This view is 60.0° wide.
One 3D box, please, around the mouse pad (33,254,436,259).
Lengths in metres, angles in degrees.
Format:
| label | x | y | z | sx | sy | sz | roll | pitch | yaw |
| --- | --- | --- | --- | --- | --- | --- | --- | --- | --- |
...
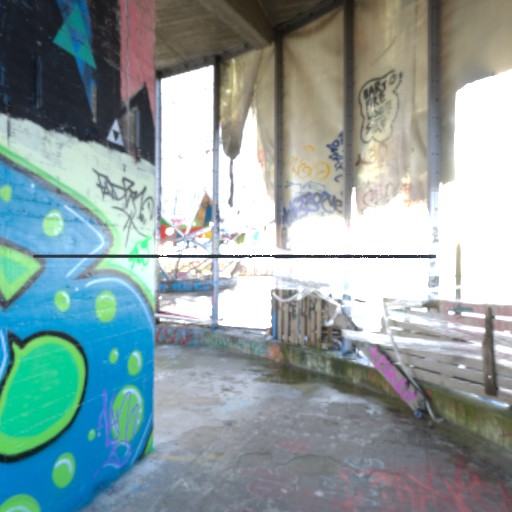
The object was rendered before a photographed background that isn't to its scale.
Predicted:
| label | x | y | z | sx | sy | sz | roll | pitch | yaw |
| --- | --- | --- | --- | --- | --- | --- | --- | --- | --- |
| mouse pad | 0.000 | 0.000 | 0.345 | 0.249 | 0.002 | 0.211 | 0 | 0 | 18 |
